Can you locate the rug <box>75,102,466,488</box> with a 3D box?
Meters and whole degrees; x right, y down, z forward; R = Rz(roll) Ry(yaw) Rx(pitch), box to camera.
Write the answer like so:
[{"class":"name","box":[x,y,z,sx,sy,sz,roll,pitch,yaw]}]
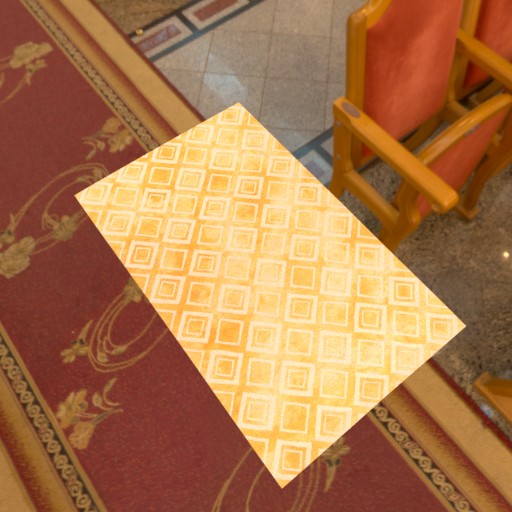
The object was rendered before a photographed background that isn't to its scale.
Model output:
[{"class":"rug","box":[0.000,0.000,3.044,1.511,0.010,2.424,-35,69,-16]}]
